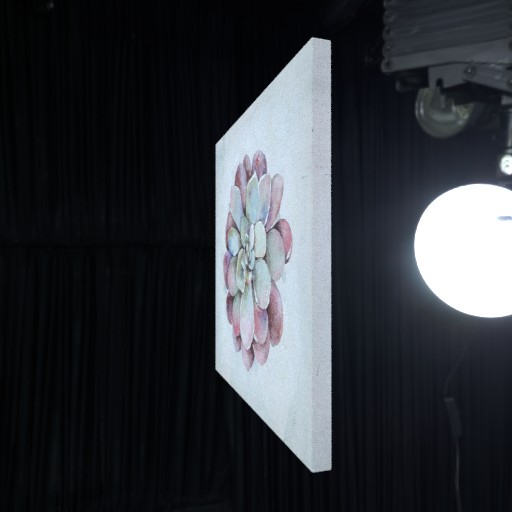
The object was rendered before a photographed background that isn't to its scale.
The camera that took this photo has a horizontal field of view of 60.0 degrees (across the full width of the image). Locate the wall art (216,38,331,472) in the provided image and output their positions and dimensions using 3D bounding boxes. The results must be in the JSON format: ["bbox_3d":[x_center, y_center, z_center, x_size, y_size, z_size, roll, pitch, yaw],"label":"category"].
[{"bbox_3d":[0.000,0.000,1.142,0.041,0.762,0.762,0,0,-18],"label":"wall art"}]
